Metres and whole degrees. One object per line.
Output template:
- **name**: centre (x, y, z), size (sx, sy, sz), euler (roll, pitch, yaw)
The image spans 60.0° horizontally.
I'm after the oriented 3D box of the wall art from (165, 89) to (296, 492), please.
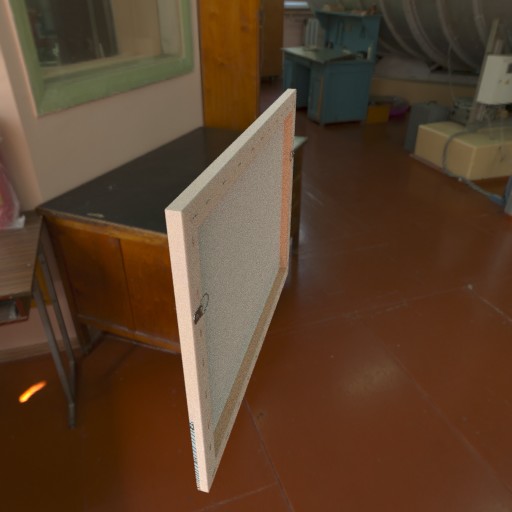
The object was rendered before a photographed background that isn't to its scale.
- **wall art**: centre (0.000, 0.000, 1.577), size (0.042, 0.912, 1.219), euler (8, 32, 12)
